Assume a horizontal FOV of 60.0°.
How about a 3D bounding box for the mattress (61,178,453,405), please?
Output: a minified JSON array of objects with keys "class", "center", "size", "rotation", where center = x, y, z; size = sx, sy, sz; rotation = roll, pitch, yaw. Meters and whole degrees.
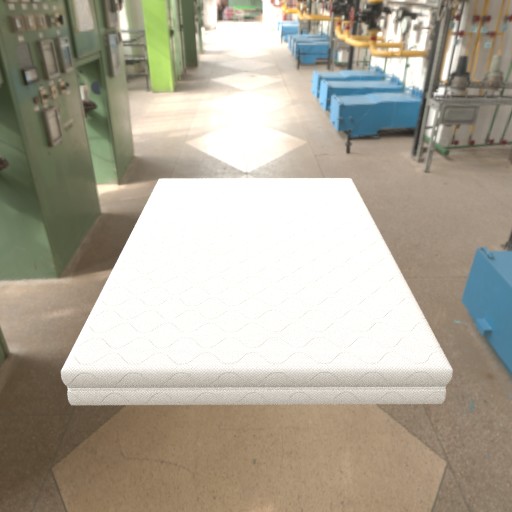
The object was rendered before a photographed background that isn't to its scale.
[{"class":"mattress","center":[0.000,0.000,2.426],"size":[1.400,0.200,1.900],"rotation":[0,31,0]}]
